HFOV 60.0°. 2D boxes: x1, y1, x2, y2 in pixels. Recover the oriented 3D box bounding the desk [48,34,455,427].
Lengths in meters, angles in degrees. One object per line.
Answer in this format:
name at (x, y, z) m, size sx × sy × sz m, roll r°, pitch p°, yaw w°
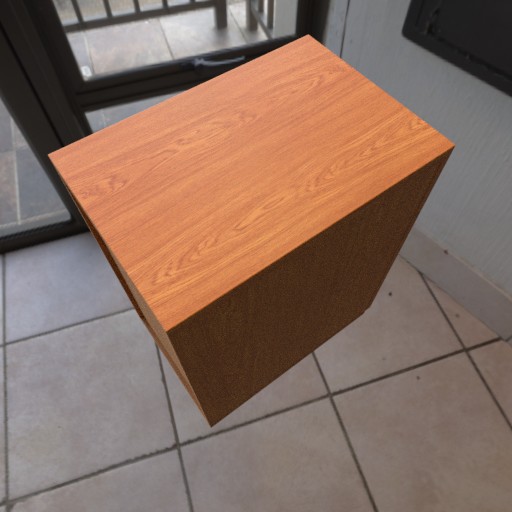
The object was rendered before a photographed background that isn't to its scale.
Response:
desk at (0.000, 0.000, 1.089) m, size 0.600 × 0.730 × 0.404 m, roll -32°, pitch 64°, yaw -18°
